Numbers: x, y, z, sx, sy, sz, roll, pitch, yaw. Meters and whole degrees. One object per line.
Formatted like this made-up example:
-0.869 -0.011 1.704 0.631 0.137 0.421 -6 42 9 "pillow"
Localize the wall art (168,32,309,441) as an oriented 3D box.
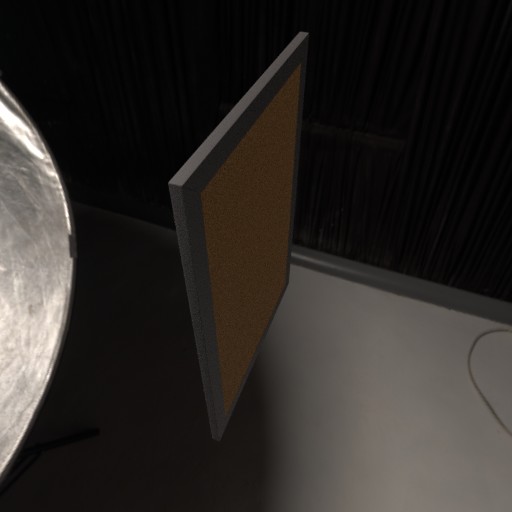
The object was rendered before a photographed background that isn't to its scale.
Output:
0.000 0.000 0.687 0.013 0.534 0.380 15 48 15 "wall art"
